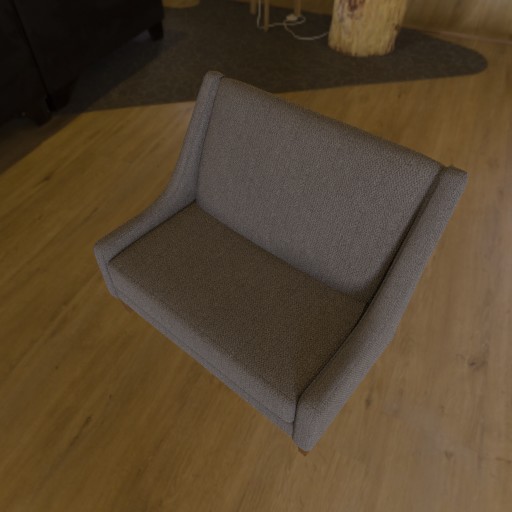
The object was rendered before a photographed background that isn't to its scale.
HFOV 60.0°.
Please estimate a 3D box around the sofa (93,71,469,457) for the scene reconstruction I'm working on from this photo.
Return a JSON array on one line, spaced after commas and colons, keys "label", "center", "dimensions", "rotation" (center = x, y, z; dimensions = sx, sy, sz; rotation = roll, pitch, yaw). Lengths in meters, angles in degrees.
[{"label": "sofa", "center": [0.000, 0.000, 1.916], "dimensions": [1.242, 1.022, 0.873], "rotation": [32, 55, 26]}]
